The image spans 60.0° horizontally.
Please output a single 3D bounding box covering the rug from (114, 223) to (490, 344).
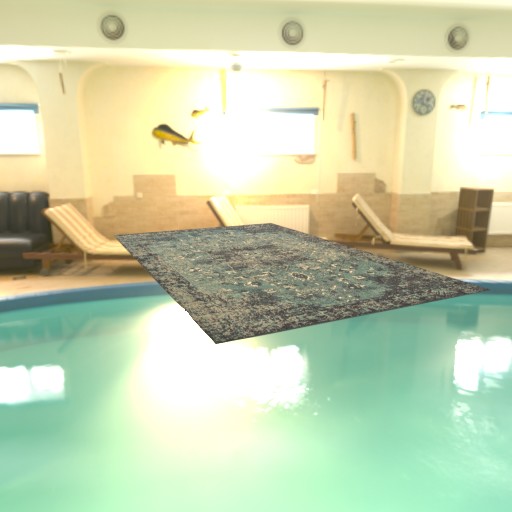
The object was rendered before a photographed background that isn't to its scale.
[{"bbox_3d":[0.000,0.000,3.043,1.525,0.007,2.440,-6,15,-25],"label":"rug"}]
